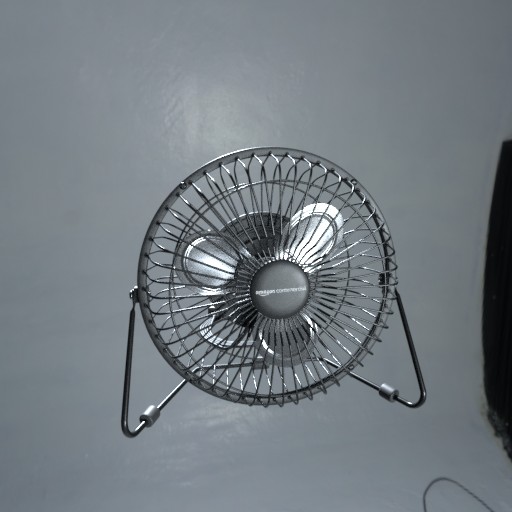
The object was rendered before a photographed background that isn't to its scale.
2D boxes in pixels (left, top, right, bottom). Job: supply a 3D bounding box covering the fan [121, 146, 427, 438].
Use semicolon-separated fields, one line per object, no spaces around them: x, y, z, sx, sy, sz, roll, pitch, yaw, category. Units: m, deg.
0.000;0.000;0.380;0.209;0.188;0.227;-3;17;-9;fan
